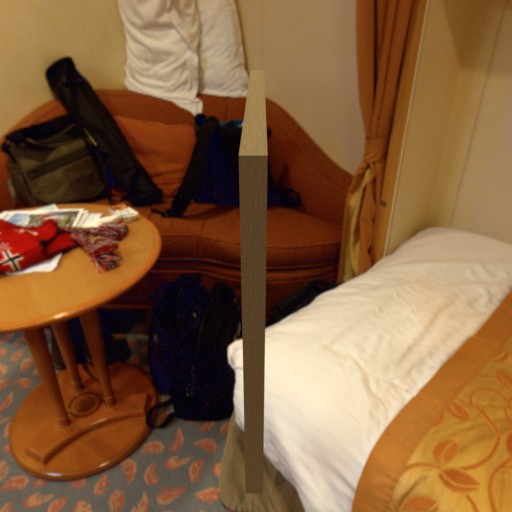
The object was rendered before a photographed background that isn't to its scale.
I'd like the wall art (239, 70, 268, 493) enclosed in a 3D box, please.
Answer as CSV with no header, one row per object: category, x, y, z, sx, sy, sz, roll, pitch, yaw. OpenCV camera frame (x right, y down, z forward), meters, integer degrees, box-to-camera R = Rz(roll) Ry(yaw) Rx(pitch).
wall art,0.000,0.000,1.107,0.038,0.758,0.761,0,31,0
